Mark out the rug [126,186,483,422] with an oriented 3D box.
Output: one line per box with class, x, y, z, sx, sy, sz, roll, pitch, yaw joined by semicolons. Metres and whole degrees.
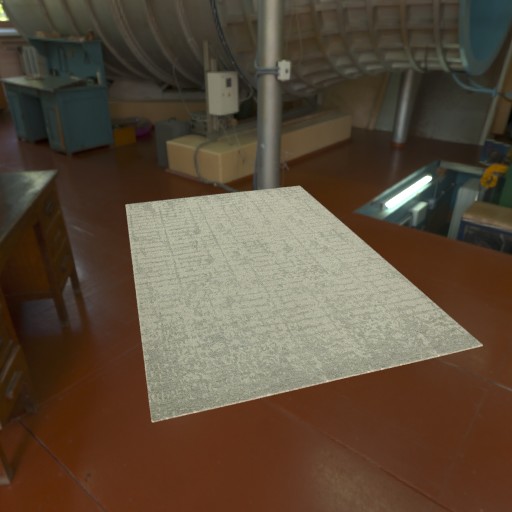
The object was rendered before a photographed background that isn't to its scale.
rug;0.000;0.000;2.259;1.211;0.007;1.827;-8;30;-15
